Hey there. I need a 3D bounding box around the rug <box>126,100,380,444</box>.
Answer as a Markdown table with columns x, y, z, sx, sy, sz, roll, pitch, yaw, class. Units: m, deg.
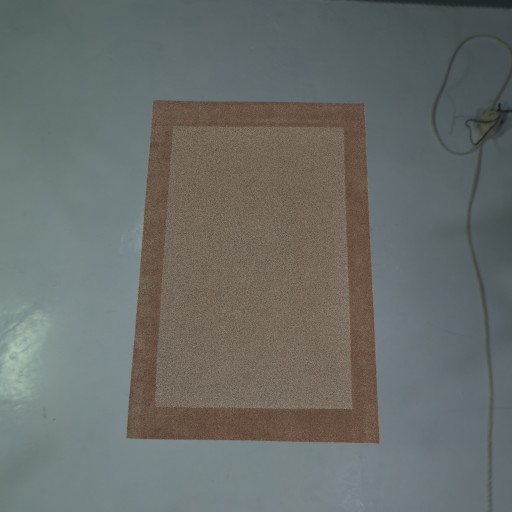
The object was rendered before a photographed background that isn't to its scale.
| x | y | z | sx | sy | sz | roll | pitch | yaw | class |
| --- | --- | --- | --- | --- | --- | --- | --- | --- | --- |
| 0.000 | 0.000 | 2.341 | 1.219 | 0.014 | 1.829 | 1 | 76 | 0 | rug |
